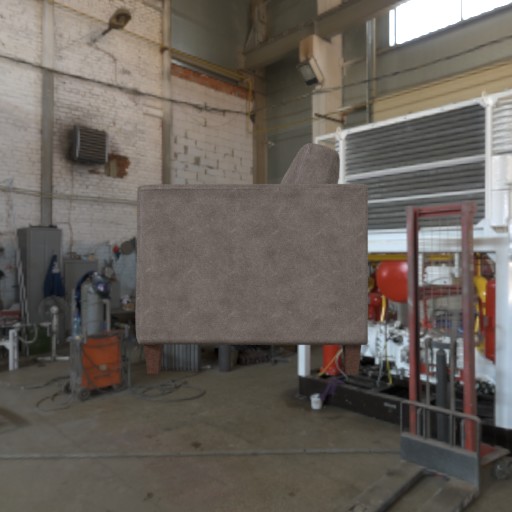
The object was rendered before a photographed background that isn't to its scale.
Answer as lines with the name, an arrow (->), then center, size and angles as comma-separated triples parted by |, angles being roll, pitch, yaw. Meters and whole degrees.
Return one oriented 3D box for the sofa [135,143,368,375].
sofa -> 0.000, 0.000, 2.943 | 0.951, 0.965, 2.434 | 0, 0, 1
